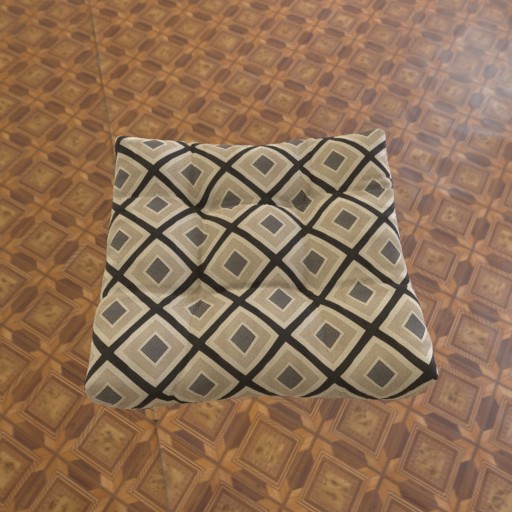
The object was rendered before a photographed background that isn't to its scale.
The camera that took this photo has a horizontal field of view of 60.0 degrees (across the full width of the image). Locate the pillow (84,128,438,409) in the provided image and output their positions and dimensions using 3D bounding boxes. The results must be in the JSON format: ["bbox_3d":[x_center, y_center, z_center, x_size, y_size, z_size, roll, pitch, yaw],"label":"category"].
[{"bbox_3d":[0.000,0.000,0.726,0.490,0.128,0.468,-2,62,-1],"label":"pillow"}]
